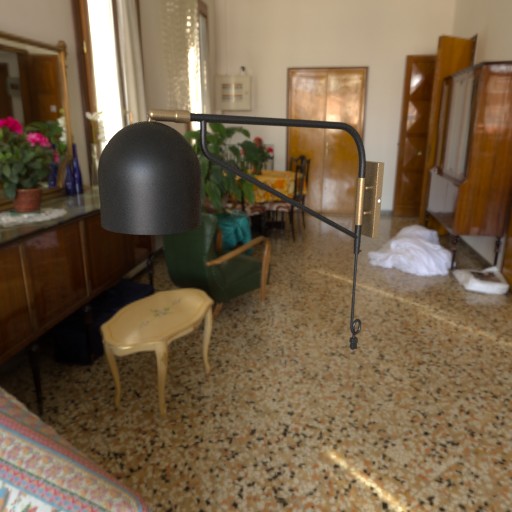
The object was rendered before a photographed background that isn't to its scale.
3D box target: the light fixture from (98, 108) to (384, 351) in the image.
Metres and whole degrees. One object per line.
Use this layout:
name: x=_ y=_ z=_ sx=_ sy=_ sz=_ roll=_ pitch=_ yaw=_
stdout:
light fixture: x=0.000 y=0.000 z=1.113 sx=0.720 sy=0.696 sz=0.215 roll=-8 pitch=18 yaw=-25
